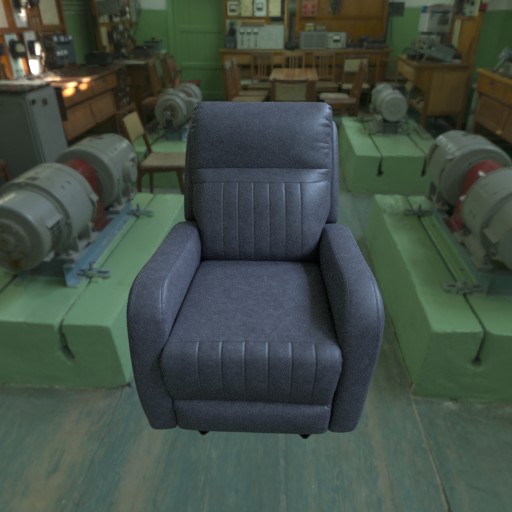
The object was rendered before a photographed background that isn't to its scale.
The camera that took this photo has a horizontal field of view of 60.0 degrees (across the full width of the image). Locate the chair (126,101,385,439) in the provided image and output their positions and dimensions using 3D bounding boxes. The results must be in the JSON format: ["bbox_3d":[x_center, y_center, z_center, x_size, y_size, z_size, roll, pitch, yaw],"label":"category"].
[{"bbox_3d":[0.000,0.000,1.817,0.865,1.067,1.067,1,29,2],"label":"chair"}]
